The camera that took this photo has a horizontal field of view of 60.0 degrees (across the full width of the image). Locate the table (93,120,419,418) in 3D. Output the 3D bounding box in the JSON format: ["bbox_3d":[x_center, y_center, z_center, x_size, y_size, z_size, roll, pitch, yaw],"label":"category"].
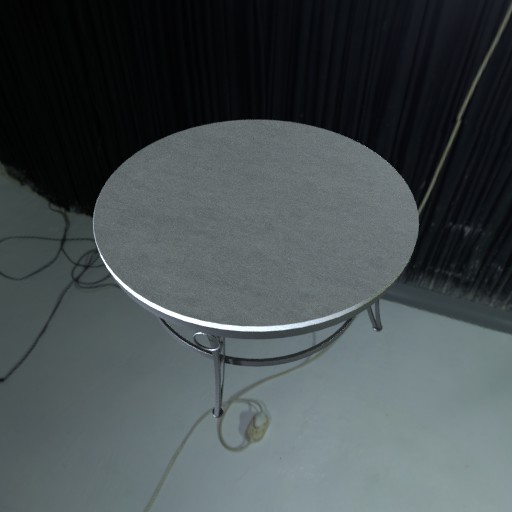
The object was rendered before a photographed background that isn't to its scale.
[{"bbox_3d":[0.000,0.000,1.416,0.889,0.470,0.889,0,45,0],"label":"table"}]
